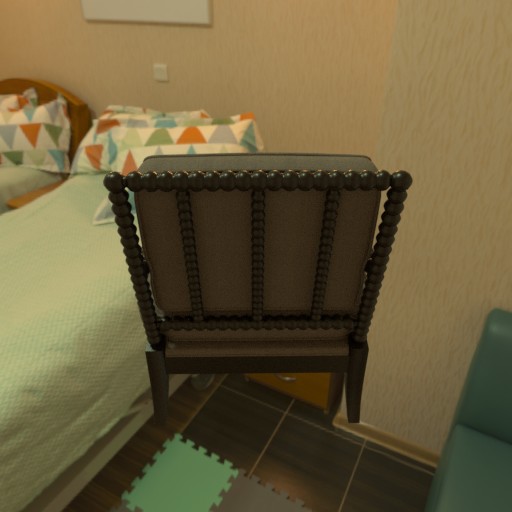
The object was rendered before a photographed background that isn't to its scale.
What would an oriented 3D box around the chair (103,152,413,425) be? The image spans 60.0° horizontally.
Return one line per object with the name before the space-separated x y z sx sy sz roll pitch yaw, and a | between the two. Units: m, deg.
chair | 0.000 0.000 1.123 0.540 0.661 0.622 0 30 -1
